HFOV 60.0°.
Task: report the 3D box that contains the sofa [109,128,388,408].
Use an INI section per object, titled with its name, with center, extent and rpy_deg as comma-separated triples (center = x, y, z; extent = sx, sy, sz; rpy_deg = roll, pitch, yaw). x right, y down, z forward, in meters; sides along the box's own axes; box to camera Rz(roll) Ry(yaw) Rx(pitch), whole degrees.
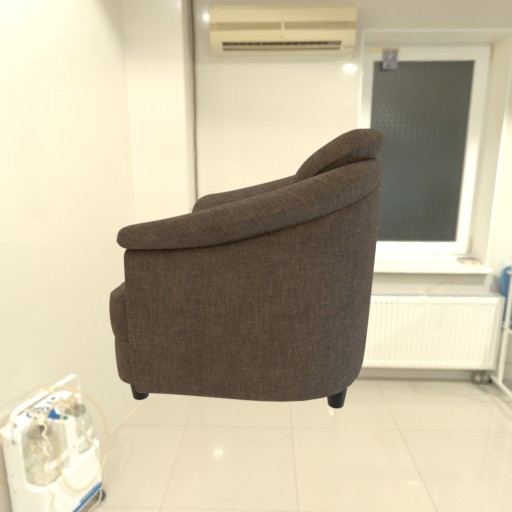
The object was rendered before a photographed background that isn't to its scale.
[sofa]
center = 0.000, 0.000, 1.503
extent = 0.794, 0.811, 0.870
rpy_deg = 2, 14, 8
